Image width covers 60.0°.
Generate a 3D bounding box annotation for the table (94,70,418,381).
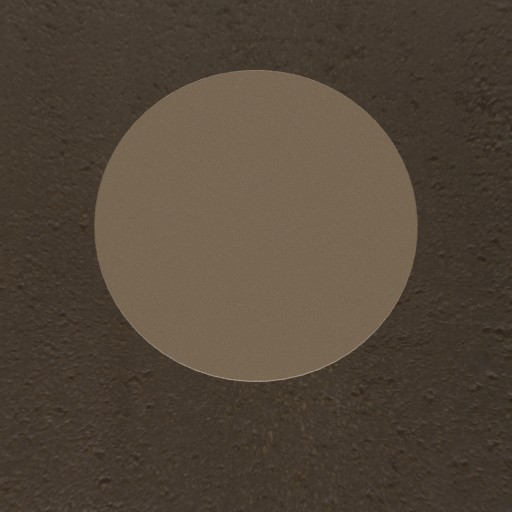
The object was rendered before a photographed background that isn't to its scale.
[{"bbox_3d":[0.000,0.000,0.835,0.418,0.532,0.418,-36,81,-7],"label":"table"}]
